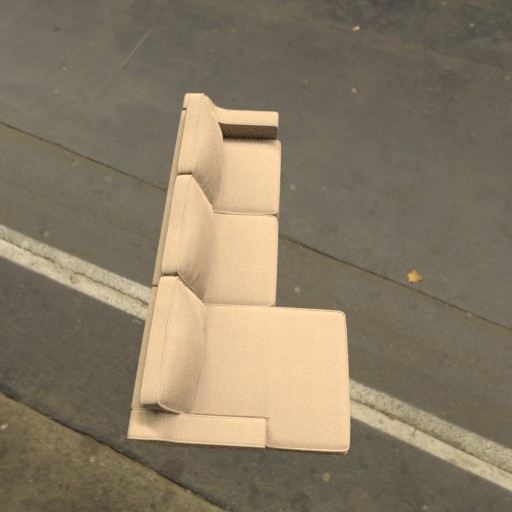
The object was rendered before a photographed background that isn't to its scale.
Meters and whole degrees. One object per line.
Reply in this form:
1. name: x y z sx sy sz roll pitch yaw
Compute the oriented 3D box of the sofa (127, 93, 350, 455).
1. sofa: 0.000 0.000 3.203 1.294 0.928 2.561 3 64 1
